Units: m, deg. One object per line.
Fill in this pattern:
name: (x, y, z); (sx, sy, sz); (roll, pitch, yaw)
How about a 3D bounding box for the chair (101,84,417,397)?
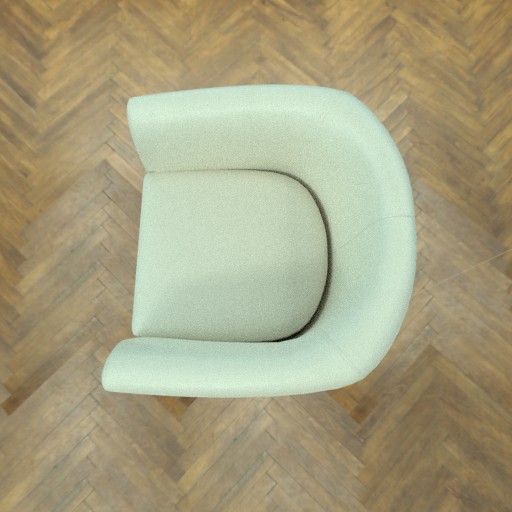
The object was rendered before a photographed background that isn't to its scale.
chair: (0.000, 0.000, 1.349); (0.727, 0.756, 0.792); (1, 76, 0)
